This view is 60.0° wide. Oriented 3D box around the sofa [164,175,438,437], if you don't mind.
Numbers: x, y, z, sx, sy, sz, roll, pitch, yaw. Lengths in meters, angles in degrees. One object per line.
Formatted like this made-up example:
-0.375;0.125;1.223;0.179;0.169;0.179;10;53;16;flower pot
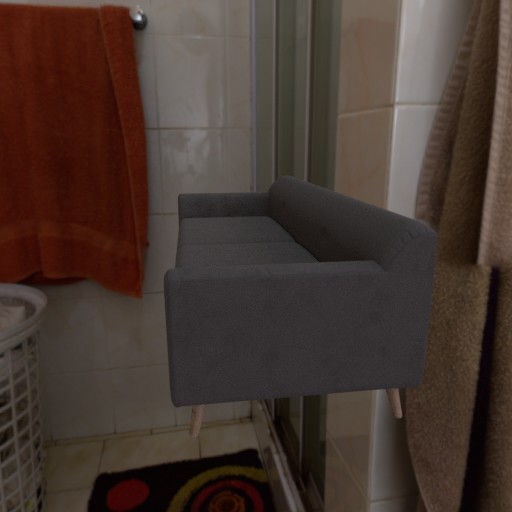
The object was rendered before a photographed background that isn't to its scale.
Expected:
0.000;0.000;2.509;0.900;0.740;2.190;-2;15;-8;sofa
